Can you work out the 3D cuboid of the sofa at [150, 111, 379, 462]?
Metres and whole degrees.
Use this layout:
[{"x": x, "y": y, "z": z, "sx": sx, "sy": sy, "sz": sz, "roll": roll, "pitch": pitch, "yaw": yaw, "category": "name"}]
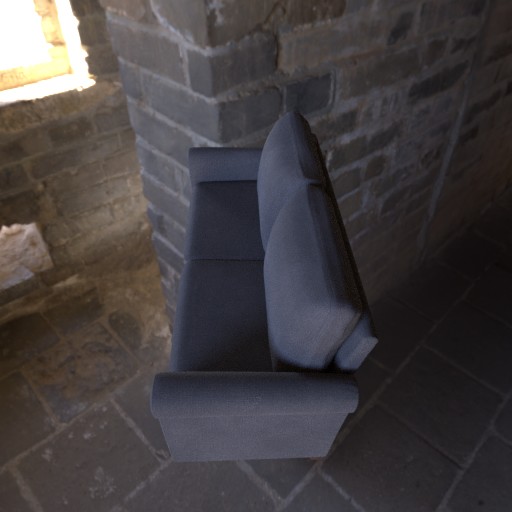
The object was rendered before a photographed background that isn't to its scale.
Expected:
[{"x": 0.000, "y": 0.000, "z": 2.407, "sx": 0.842, "sy": 0.942, "sz": 1.935, "roll": -1, "pitch": 42, "yaw": -2, "category": "sofa"}]
